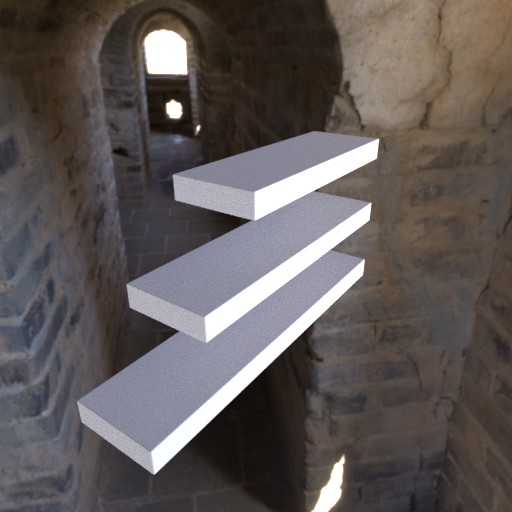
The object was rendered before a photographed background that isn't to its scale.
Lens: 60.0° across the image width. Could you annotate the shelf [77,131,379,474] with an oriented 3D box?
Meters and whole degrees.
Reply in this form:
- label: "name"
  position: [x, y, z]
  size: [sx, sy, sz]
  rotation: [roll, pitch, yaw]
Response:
- label: "shelf"
  position: [0.000, 0.000, 0.716]
  size: [0.140, 0.293, 0.610]
  rotation: [17, 31, 31]
